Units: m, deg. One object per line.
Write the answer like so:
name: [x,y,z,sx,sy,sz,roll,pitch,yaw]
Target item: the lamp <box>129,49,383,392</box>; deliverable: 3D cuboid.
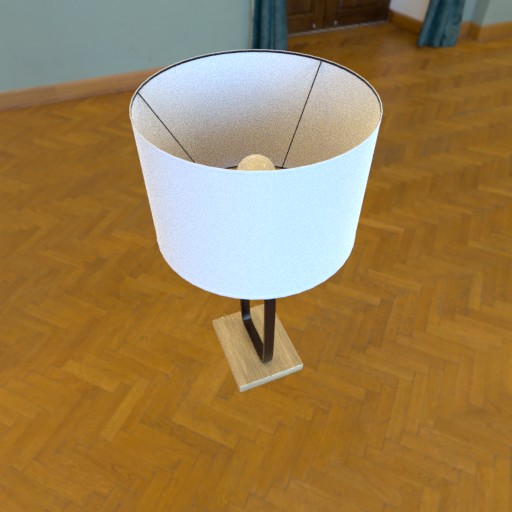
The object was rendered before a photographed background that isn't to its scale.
lamp: [0.000,0.000,0.679,0.279,0.508,0.279,-16,48,-15]
